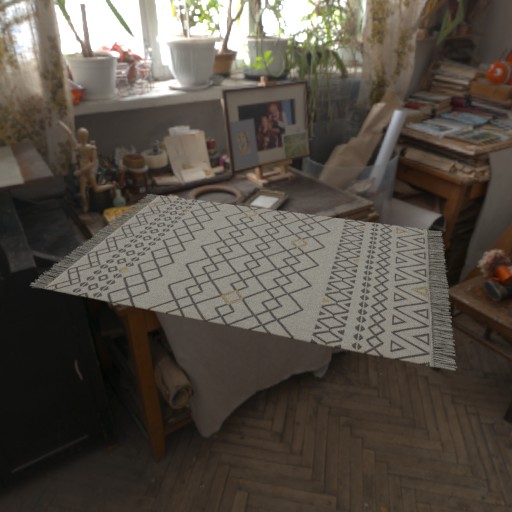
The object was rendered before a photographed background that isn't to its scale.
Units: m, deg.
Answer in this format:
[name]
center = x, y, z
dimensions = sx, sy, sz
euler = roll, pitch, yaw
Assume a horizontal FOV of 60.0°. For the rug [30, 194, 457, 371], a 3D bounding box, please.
[rug]
center = 0.000, 0.000, 3.016
dimensions = 2.472, 0.035, 1.495
euler = 9, 32, 15
